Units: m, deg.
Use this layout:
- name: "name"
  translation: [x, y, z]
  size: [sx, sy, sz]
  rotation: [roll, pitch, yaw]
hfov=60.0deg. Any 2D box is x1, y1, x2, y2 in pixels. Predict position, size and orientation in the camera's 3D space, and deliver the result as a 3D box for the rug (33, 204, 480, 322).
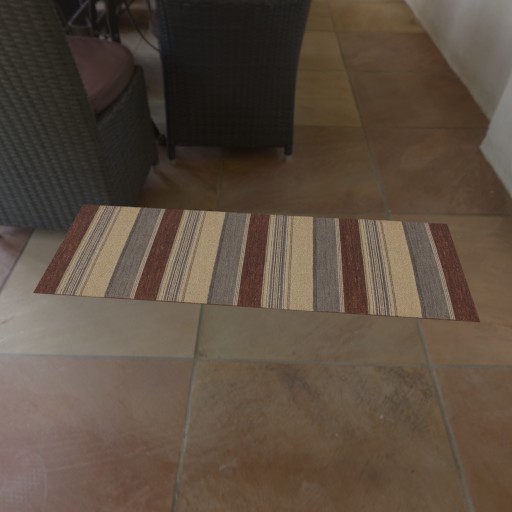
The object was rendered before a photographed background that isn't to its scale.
- name: "rug"
  translation: [0.000, 0.000, 2.688]
  size: [2.437, 0.006, 0.792]
  rotation: [3, 45, 3]
